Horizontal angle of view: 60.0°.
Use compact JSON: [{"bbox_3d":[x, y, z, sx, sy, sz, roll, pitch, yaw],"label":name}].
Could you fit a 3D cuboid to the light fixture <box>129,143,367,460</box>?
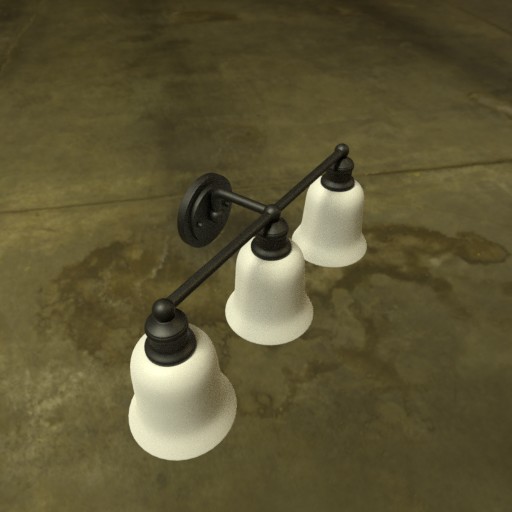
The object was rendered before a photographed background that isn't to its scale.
[{"bbox_3d":[0.000,0.000,0.674,0.198,0.211,0.570,24,47,25],"label":"light fixture"}]
